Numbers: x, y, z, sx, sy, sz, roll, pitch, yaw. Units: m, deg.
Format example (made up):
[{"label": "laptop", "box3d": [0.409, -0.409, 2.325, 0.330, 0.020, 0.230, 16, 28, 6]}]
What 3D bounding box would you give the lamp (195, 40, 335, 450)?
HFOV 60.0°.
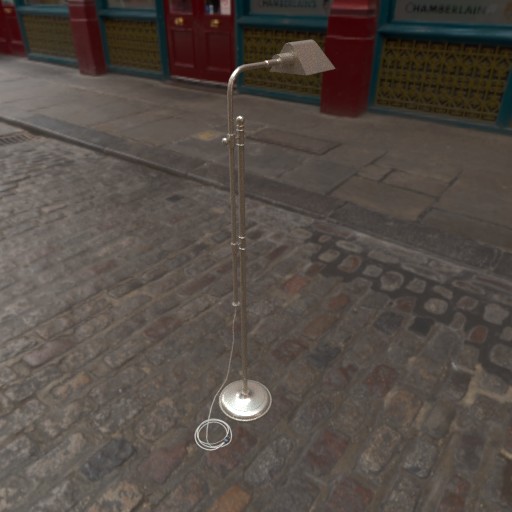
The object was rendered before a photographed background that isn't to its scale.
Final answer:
[{"label": "lamp", "box3d": [0.000, 0.000, 1.835, 0.256, 1.571, 0.813, 21, 36, 31]}]
